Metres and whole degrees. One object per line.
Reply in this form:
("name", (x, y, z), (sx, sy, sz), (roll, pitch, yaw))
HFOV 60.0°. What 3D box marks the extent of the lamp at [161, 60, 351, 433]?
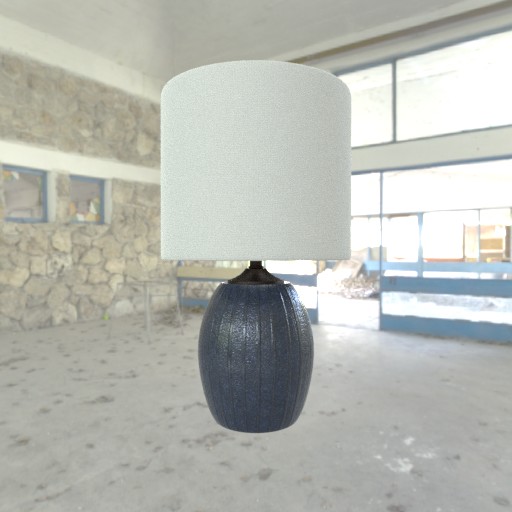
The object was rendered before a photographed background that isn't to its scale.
("lamp", (0.000, 0.000, 0.782), (0.329, 0.570, 0.329), (0, 0, 36))
